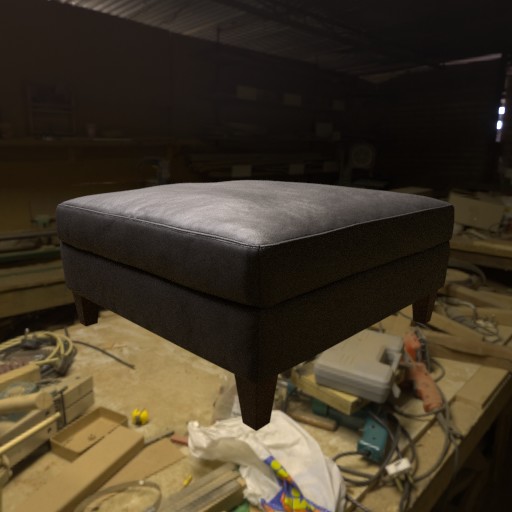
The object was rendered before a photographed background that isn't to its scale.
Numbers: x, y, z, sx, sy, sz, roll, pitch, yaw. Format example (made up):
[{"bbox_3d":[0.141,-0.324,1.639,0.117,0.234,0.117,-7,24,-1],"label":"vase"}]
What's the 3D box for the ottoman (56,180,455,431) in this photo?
[{"bbox_3d":[0.000,0.000,1.295,0.836,0.415,0.844,13,19,43],"label":"ottoman"}]
